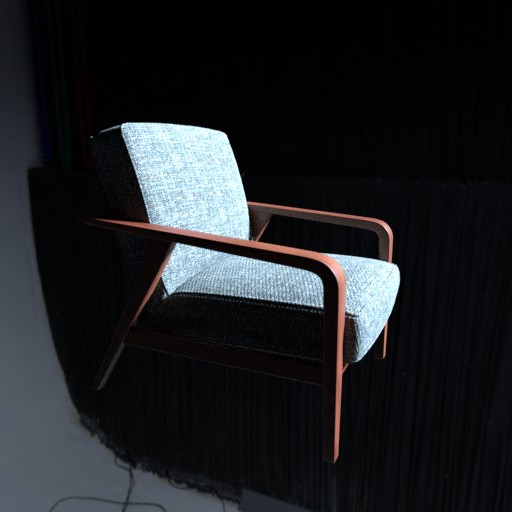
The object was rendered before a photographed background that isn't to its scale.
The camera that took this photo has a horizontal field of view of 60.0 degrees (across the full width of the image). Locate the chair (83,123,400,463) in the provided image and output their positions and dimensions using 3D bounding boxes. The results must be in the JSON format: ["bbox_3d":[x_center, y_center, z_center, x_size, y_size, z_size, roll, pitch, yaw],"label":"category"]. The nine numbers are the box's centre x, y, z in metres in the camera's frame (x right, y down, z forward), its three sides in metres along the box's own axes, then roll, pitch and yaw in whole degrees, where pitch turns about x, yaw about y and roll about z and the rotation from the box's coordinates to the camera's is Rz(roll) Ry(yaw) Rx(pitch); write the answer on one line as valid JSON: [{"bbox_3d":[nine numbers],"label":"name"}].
[{"bbox_3d":[0.000,0.000,1.494,0.889,0.864,0.719,6,14,25],"label":"chair"}]
